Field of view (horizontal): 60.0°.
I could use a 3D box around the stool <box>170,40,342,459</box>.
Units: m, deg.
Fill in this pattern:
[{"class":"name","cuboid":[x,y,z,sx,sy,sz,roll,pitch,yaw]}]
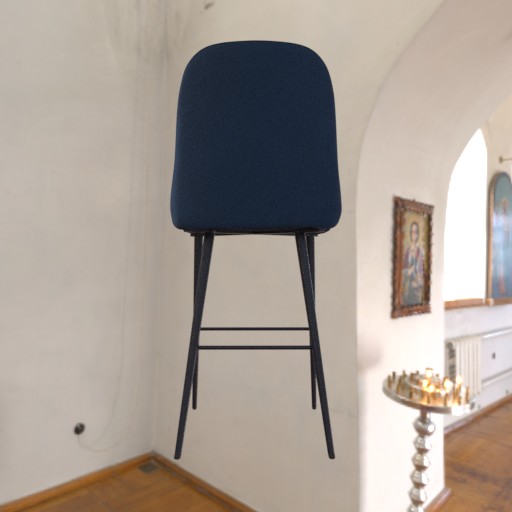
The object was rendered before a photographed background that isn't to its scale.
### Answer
[{"class":"stool","cuboid":[0.000,0.000,1.352,0.527,1.079,0.489,0,0,0]}]
